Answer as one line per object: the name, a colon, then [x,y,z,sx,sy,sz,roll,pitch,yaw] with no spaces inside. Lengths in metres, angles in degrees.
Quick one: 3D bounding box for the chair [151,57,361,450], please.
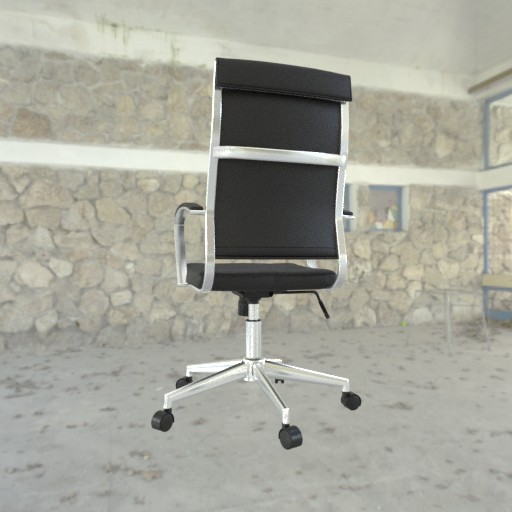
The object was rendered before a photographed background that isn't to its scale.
chair: [0.000,0.000,1.642,0.766,1.149,0.739,0,-1,-17]
